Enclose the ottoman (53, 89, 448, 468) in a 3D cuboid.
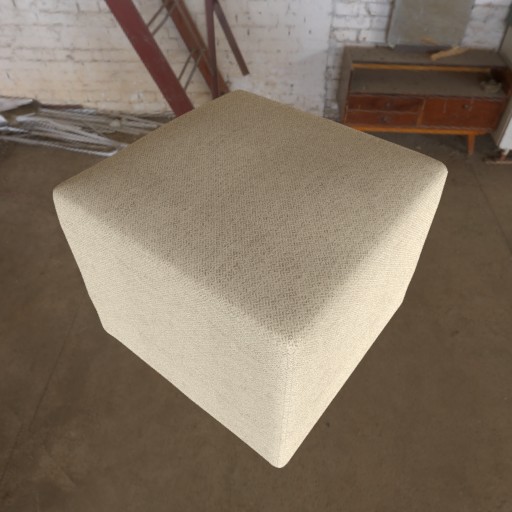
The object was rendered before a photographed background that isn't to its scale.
[{"bbox_3d":[0.000,0.000,0.911,0.521,0.453,0.512,29,52,26],"label":"ottoman"}]
